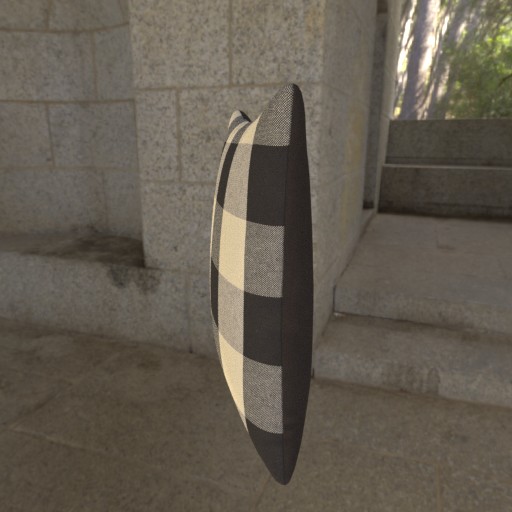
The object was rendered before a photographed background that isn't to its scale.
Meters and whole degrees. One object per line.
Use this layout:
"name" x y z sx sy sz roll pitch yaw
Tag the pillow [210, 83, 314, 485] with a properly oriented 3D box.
"pillow" 0.000 0.000 0.770 0.161 0.509 0.511 -2 15 -8
